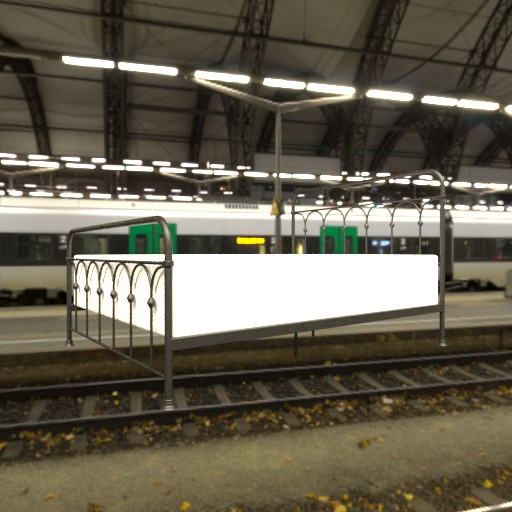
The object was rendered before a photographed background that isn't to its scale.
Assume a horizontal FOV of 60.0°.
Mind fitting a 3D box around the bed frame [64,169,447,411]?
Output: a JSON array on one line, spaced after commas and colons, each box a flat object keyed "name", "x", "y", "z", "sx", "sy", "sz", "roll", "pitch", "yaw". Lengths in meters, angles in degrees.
[{"name": "bed frame", "x": 0.000, "y": 0.000, "z": 3.165, "sx": 2.203, "sy": 1.276, "sz": 1.664, "roll": 0, "pitch": 1, "yaw": -37}]
